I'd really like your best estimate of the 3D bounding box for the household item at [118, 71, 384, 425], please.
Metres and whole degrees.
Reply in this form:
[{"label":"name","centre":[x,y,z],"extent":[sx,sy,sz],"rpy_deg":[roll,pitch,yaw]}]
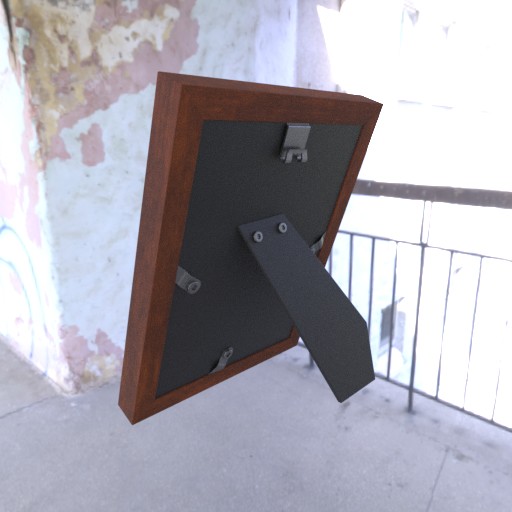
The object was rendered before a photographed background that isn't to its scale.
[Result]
[{"label":"household item","centre":[0.000,0.000,0.287],"extent":[0.160,0.204,0.096],"rpy_deg":[-14,21,-42]}]
